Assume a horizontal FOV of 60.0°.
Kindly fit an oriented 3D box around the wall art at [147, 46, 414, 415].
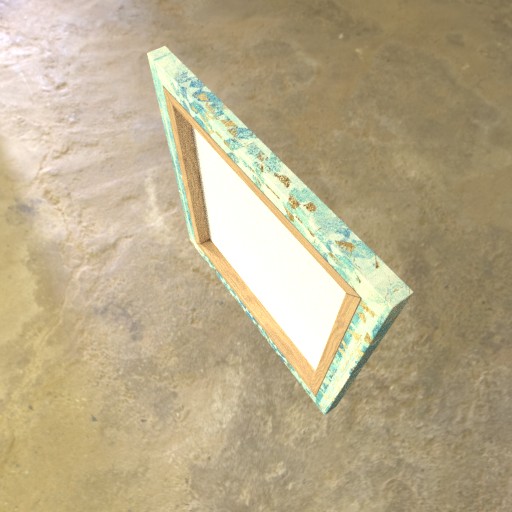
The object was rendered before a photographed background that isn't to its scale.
[{"bbox_3d":[0.000,0.000,0.923,0.040,0.609,0.609,-31,64,-18],"label":"wall art"}]
